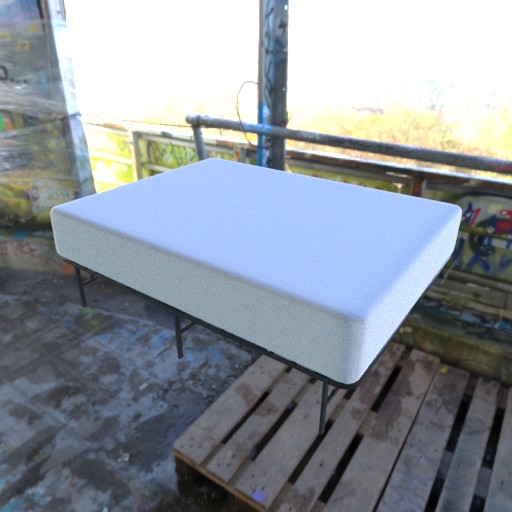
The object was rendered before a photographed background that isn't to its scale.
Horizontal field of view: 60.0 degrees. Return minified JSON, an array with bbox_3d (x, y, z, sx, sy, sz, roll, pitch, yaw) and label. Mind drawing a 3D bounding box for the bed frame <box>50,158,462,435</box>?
[{"bbox_3d":[0.000,0.000,2.822,2.037,0.677,1.528,18,32,31],"label":"bed frame"}]
